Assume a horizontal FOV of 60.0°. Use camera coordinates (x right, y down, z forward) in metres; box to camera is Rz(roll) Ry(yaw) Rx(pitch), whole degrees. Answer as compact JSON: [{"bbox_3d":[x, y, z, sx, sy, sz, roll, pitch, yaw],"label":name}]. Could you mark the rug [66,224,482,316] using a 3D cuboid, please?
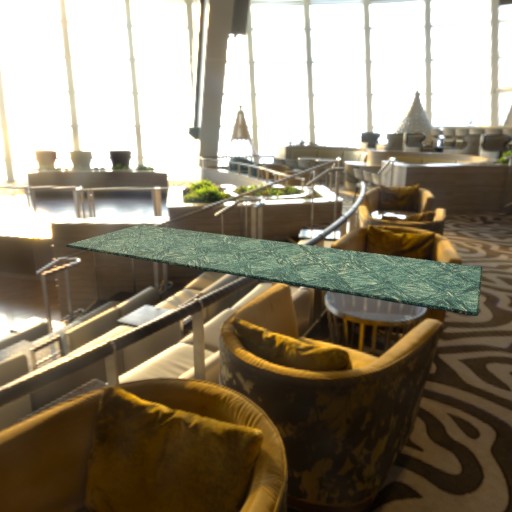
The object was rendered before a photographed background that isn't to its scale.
[{"bbox_3d":[0.000,0.000,2.509,2.286,0.016,0.676,8,18,26],"label":"rug"}]
